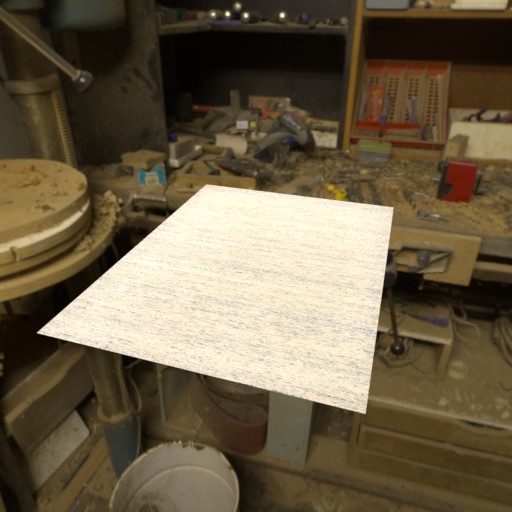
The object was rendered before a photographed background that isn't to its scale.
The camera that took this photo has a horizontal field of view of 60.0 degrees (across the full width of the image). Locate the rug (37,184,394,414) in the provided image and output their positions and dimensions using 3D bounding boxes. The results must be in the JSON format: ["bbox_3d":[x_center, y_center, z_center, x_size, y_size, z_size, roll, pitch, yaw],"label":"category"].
[{"bbox_3d":[0.000,0.000,4.334,2.438,0.006,3.197,9,32,15],"label":"rug"}]
